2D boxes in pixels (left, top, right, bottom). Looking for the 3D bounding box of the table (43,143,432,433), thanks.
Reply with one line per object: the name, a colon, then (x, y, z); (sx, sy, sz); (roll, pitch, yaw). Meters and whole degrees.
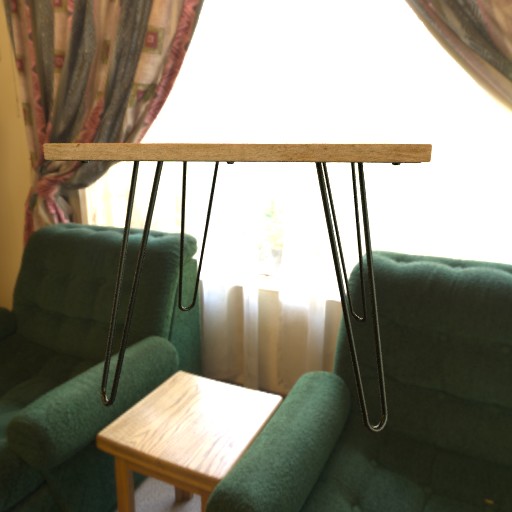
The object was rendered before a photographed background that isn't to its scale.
table: (0.000, 0.000, 1.014); (0.599, 0.500, 0.599); (2, 15, 9)
